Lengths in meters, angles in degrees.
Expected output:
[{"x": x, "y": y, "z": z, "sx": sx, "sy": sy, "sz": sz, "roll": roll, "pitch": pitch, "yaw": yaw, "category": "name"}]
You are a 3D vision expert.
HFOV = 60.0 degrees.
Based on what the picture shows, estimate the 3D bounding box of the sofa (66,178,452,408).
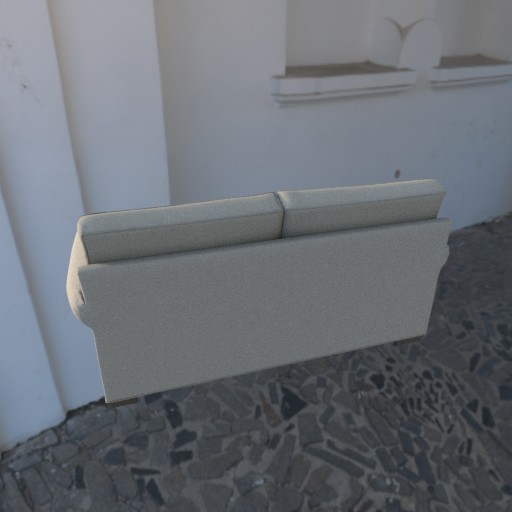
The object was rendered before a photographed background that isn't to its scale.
[{"x": 0.000, "y": 0.000, "z": 2.470, "sx": 1.930, "sy": 0.952, "sz": 0.940, "roll": -8, "pitch": 28, "yaw": -16, "category": "sofa"}]
